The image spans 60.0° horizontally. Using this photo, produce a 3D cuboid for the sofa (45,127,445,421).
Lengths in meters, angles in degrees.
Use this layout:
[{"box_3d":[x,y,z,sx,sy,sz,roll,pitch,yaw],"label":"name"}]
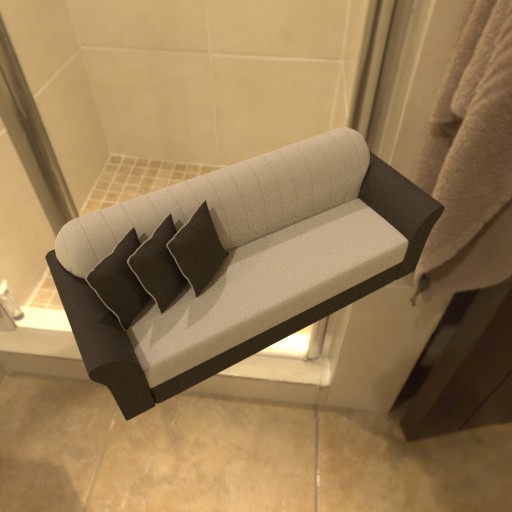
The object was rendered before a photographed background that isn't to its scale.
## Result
[{"box_3d":[0.000,0.000,2.475,2.001,0.787,0.755,-23,51,-20],"label":"sofa"}]
